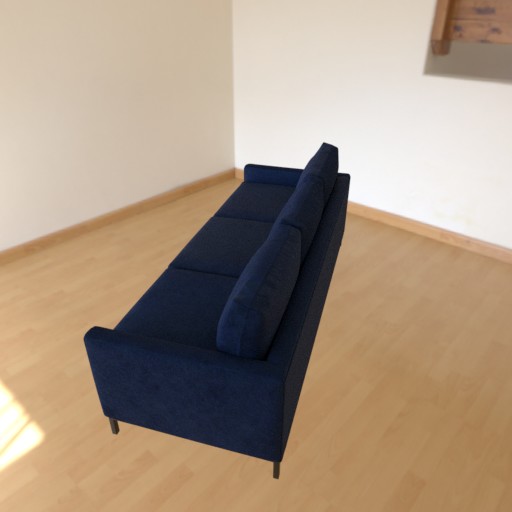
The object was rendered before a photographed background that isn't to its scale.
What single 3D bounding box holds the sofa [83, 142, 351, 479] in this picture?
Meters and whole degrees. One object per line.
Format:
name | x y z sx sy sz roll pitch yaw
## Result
sofa | 0.000 0.000 2.704 0.875 0.879 2.252 9 32 14
